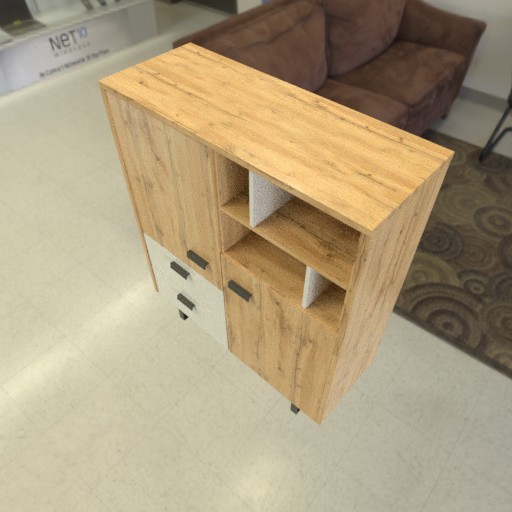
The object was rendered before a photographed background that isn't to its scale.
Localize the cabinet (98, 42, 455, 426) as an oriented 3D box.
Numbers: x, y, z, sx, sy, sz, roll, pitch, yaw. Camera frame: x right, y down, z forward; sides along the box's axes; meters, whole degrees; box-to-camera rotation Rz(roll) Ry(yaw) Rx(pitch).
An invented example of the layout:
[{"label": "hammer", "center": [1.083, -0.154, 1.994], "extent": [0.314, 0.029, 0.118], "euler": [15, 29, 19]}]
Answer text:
[{"label": "cabinet", "center": [0.000, 0.000, 1.980], "extent": [1.168, 1.397, 0.473], "euler": [34, 56, 27]}]
